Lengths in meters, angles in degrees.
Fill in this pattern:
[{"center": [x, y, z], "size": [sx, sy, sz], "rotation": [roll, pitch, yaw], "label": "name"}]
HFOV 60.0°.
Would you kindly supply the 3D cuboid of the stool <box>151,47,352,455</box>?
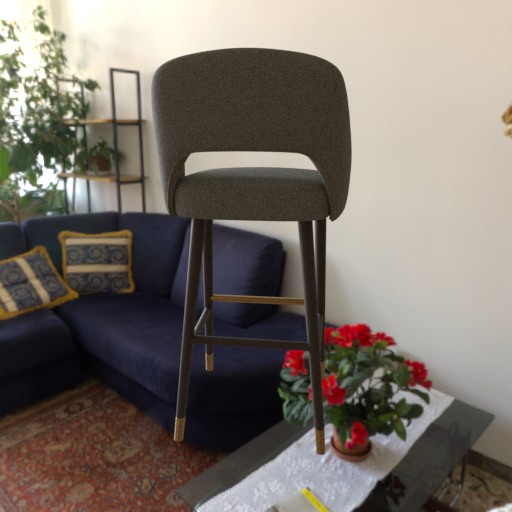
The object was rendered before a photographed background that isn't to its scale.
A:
[{"center": [0.000, 0.000, 1.357], "size": [0.536, 1.089, 0.524], "rotation": [2, 15, 7], "label": "stool"}]
